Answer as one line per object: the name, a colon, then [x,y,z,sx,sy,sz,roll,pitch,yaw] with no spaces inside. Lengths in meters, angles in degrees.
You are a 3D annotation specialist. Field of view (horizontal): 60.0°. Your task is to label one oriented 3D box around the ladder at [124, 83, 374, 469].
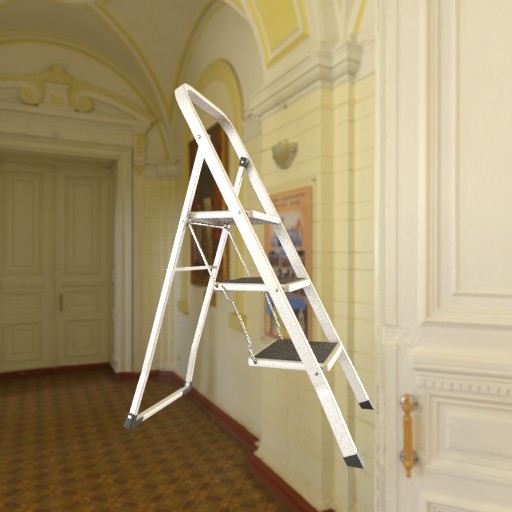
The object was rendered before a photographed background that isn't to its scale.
ladder: [0.000,0.000,1.422,0.711,1.050,0.460,0,0,18]
